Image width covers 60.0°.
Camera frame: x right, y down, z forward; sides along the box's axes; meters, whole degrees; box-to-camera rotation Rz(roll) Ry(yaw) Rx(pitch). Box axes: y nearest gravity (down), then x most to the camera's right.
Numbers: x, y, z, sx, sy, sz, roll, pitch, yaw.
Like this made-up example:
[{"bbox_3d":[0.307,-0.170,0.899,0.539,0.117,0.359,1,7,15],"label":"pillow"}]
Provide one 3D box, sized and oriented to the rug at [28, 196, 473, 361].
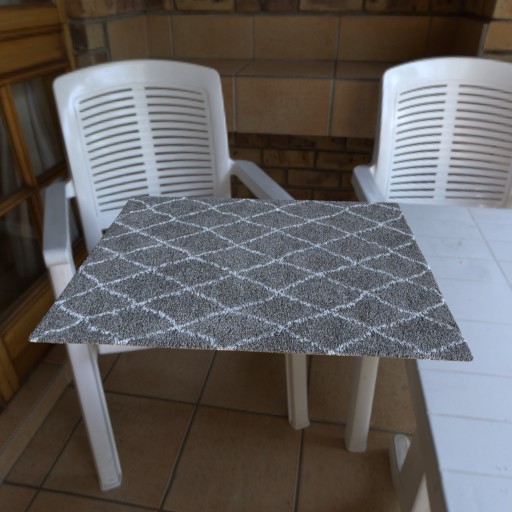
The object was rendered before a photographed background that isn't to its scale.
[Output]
[{"bbox_3d":[0.000,0.000,4.037,3.047,0.029,2.438,2,32,3],"label":"rug"}]
